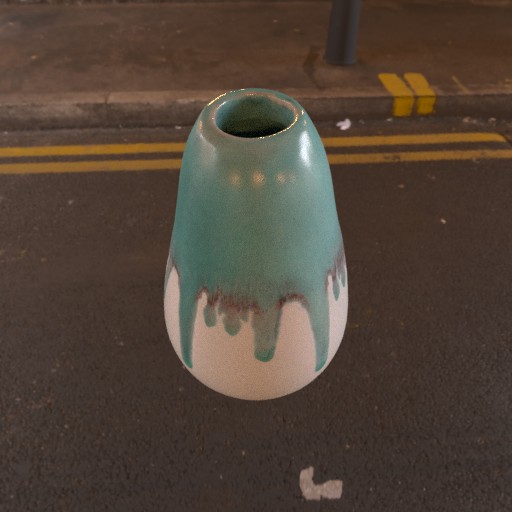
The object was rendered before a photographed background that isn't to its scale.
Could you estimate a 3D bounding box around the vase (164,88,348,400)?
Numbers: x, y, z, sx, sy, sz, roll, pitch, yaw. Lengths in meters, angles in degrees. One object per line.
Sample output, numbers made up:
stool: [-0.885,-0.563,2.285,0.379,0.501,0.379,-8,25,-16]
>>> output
vase: [0.000,0.000,0.258,0.116,0.179,0.116,0,42,0]
